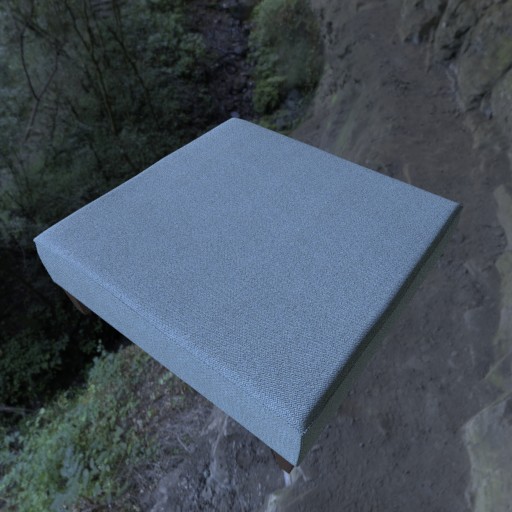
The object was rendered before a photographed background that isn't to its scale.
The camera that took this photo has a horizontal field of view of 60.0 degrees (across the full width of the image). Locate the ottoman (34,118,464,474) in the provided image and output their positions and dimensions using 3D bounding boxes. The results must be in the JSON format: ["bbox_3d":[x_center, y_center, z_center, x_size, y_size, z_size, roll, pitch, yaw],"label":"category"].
[{"bbox_3d":[0.000,0.000,1.512,1.004,0.379,0.968,29,52,25],"label":"ottoman"}]
